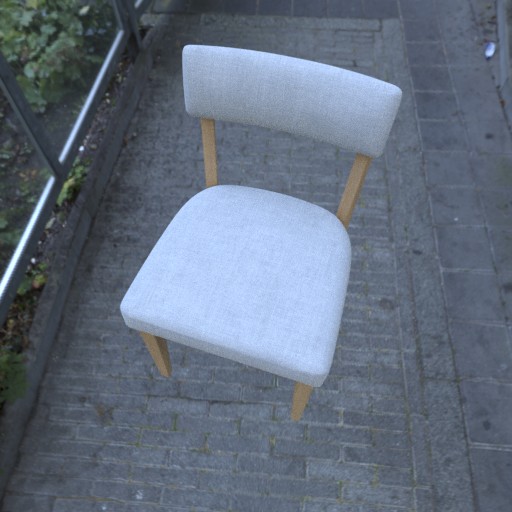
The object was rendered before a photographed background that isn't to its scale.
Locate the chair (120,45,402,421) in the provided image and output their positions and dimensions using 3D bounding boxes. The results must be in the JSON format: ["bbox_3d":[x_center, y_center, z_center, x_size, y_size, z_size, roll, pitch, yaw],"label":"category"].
[{"bbox_3d":[0.000,0.000,1.169,0.508,0.832,0.572,16,59,10],"label":"chair"}]
